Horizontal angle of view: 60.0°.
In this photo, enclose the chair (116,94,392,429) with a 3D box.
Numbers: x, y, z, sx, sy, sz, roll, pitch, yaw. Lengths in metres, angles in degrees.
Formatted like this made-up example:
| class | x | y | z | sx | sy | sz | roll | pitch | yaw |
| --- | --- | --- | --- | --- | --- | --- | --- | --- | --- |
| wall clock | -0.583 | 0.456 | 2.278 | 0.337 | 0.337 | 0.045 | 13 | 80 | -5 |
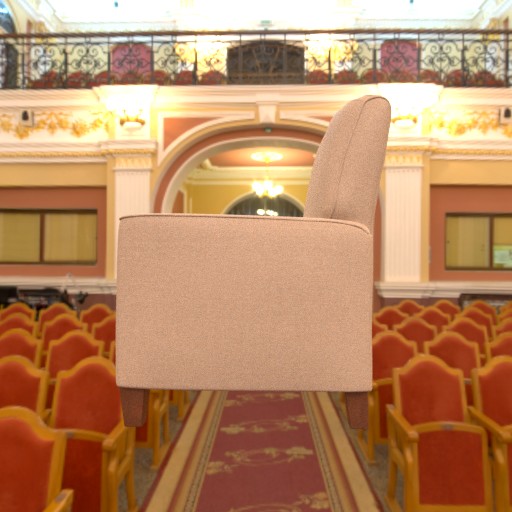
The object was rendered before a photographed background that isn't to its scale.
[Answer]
| class | x | y | z | sx | sy | sz | roll | pitch | yaw |
| --- | --- | --- | --- | --- | --- | --- | --- | --- | --- |
| chair | 0.000 | 0.000 | 1.682 | 0.858 | 1.023 | 0.841 | 0 | -1 | 2 |
